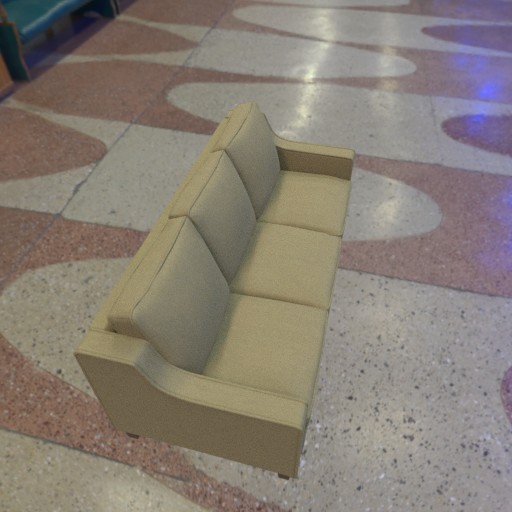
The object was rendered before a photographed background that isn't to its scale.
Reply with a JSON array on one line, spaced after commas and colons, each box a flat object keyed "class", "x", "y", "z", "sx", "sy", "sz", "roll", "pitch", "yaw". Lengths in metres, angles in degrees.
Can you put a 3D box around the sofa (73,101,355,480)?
[{"class": "sofa", "x": 0.000, "y": 0.000, "z": 2.488, "sx": 0.911, "sy": 0.974, "sz": 1.986, "roll": 10, "pitch": 46, "yaw": 10}]
